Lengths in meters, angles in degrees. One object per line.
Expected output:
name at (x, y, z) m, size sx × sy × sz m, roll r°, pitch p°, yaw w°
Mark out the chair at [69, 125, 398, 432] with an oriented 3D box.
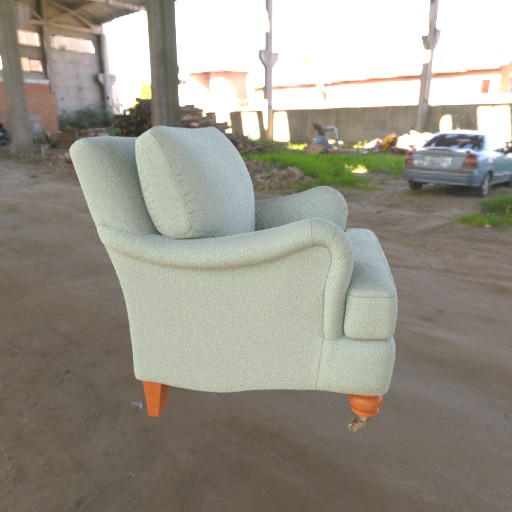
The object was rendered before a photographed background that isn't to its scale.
chair at (0.000, 0.000, 1.847) m, size 1.070 × 1.038 × 0.955 m, roll 3°, pitch 16°, yaw 10°
